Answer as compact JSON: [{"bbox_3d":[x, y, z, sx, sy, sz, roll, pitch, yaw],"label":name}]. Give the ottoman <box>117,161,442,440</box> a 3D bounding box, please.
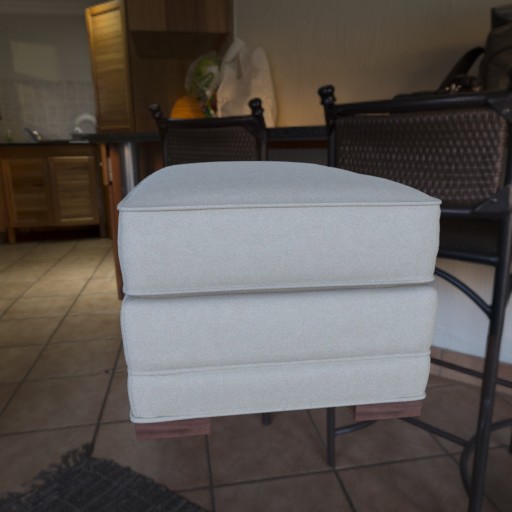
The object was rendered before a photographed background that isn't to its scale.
[{"bbox_3d":[0.000,0.000,1.192,0.611,0.482,0.848,-2,15,-7],"label":"ottoman"}]
